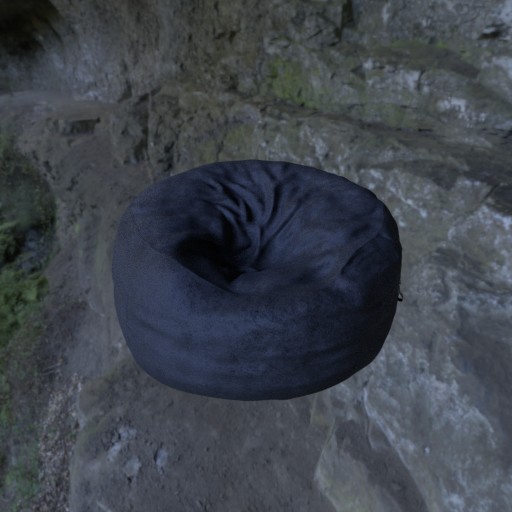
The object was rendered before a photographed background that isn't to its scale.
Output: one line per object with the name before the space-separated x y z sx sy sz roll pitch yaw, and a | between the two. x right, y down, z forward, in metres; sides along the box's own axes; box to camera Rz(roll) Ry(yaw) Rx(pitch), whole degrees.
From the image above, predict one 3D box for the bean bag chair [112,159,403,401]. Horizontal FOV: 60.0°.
bean bag chair | 0.000 0.000 2.401 1.525 0.751 1.525 0 31 0
